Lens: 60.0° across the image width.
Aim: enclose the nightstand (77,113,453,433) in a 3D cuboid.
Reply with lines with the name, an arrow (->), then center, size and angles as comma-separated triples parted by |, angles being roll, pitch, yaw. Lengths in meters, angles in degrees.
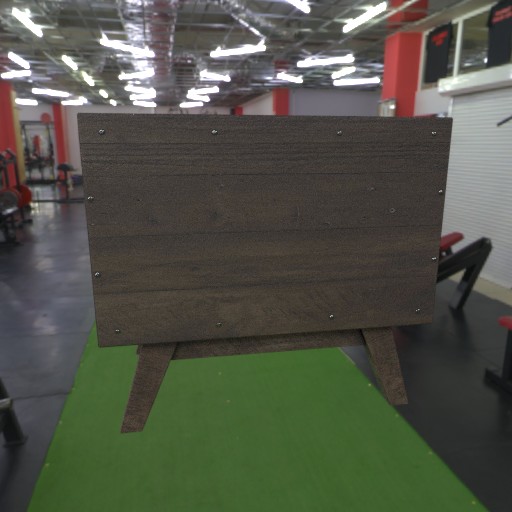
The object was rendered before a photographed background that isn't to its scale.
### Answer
nightstand -> 0.000, 0.000, 1.035 | 0.650, 0.599, 0.450 | -2, 14, -10
